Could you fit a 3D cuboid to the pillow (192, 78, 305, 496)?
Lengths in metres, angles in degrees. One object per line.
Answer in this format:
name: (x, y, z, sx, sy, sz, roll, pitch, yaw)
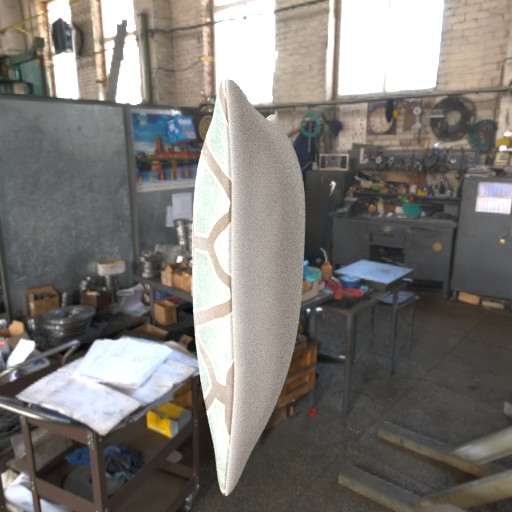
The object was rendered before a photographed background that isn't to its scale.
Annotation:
pillow: (0.000, 0.000, 0.774, 0.166, 0.508, 0.552, 2, 14, 7)
